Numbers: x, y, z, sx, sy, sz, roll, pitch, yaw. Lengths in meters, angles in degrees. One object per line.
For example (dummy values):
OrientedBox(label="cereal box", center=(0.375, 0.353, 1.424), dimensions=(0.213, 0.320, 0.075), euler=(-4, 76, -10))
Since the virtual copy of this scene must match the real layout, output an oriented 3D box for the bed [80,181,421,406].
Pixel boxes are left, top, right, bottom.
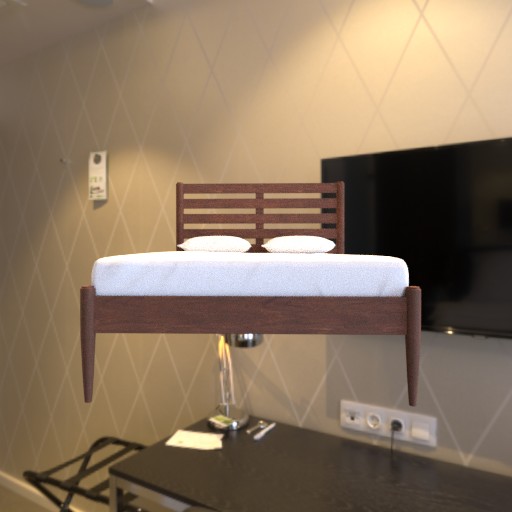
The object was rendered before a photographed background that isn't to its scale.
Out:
OrientedBox(label="bed", center=(0.000, 0.000, 2.973), dimensions=(1.509, 1.304, 2.093), euler=(0, 0, 2))
